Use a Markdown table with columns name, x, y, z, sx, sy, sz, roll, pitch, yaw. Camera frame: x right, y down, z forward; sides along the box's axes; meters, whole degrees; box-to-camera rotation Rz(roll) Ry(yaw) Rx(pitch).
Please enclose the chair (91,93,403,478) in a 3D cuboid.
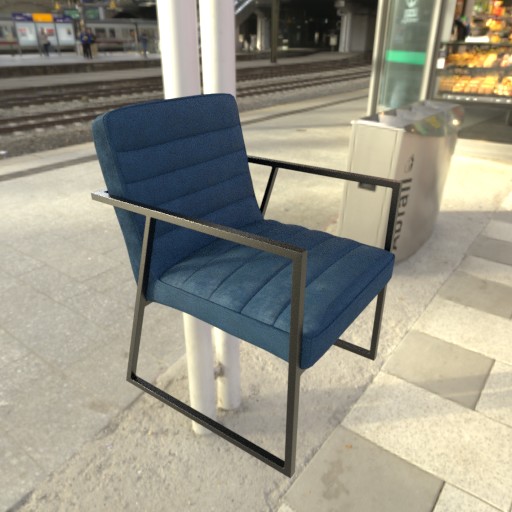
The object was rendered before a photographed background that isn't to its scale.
| name | x | y | z | sx | sy | sz | roll | pitch | yaw |
| --- | --- | --- | --- | --- | --- | --- | --- | --- | --- |
| chair | 0.000 | 0.000 | 1.284 | 0.677 | 0.833 | 0.571 | 17 | 31 | 31 |
